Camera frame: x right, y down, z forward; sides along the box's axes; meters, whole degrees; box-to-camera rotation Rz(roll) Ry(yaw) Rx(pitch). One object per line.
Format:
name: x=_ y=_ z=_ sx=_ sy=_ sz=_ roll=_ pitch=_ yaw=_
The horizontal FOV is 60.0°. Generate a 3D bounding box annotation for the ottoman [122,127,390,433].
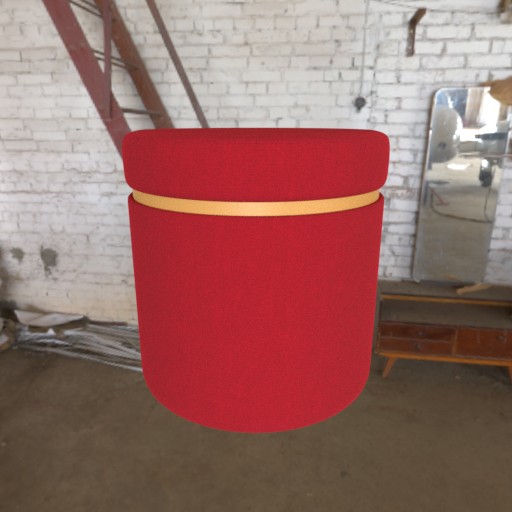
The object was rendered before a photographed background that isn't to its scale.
ottoman: x=0.000 y=0.000 z=0.740 sx=0.400 sy=0.406 sz=0.400 roll=0 pitch=17 yaw=0
